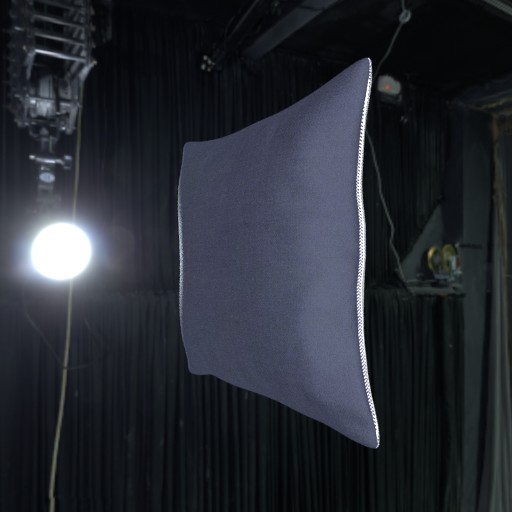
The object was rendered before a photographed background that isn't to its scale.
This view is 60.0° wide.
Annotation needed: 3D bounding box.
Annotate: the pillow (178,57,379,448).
[{"bbox_3d":[0.000,0.000,0.780,0.166,0.508,0.520,1,-1,-36],"label":"pillow"}]
